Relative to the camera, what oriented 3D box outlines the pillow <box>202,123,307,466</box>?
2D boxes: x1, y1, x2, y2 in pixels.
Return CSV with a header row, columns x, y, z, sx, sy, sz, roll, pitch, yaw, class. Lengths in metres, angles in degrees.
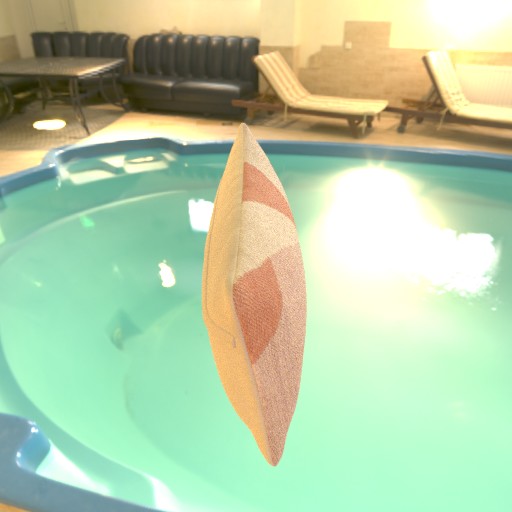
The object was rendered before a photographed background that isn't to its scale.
x,y,z,sx,sy,sz,roll,pitch,yaw,class
0.000,0.000,0.740,0.155,0.292,0.609,0,31,0,pillow
